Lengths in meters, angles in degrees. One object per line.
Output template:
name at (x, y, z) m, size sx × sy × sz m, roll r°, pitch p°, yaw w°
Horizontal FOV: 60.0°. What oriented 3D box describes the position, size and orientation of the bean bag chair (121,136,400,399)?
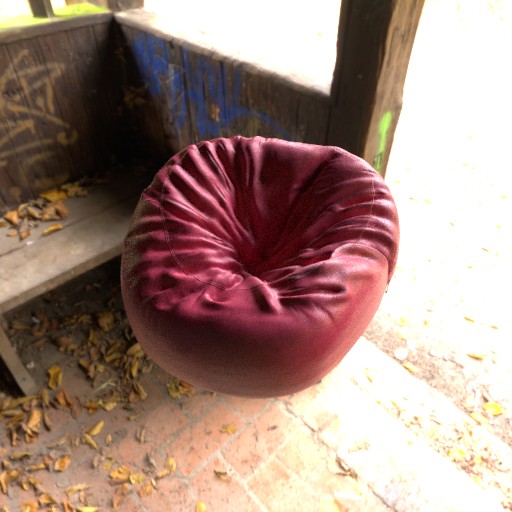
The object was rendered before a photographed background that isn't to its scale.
bean bag chair at (0.000, 0.000, 2.527) m, size 1.524 × 0.878 × 1.524 m, roll 13°, pitch 44°, yaw 14°
